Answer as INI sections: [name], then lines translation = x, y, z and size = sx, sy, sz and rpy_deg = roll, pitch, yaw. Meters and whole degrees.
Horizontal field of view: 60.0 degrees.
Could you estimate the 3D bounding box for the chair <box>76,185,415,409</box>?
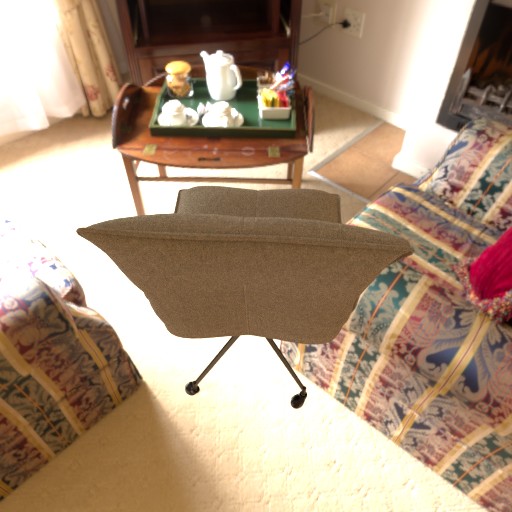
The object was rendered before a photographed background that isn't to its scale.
[chair]
translation = 0.000, 0.000, 1.284
size = 0.597, 0.811, 0.696
rpy_deg = 3, 47, 3
